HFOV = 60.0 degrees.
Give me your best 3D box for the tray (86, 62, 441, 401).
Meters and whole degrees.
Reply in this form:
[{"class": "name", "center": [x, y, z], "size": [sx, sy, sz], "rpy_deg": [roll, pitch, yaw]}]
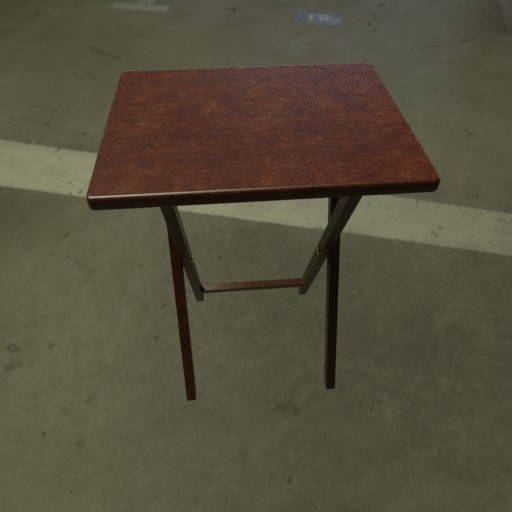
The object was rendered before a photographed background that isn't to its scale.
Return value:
[{"class": "tray", "center": [0.000, 0.000, 0.961], "size": [0.483, 0.660, 0.381], "rpy_deg": [-4, 47, -3]}]
